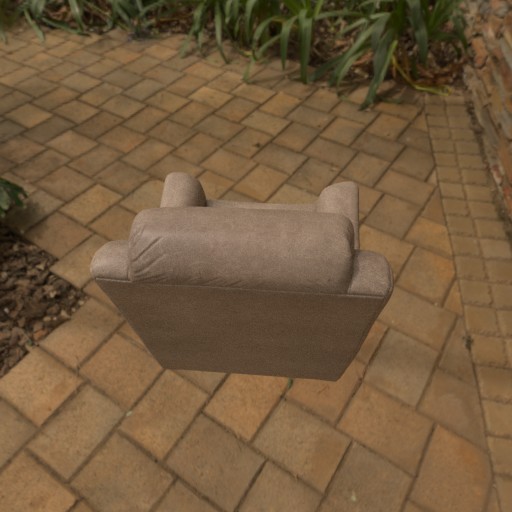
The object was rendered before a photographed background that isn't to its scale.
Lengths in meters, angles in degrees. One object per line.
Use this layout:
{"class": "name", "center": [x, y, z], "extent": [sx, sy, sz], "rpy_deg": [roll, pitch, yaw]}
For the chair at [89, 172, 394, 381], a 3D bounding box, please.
{"class": "chair", "center": [0.000, 0.000, 1.906], "extent": [0.967, 1.116, 1.068], "rpy_deg": [3, 46, 3]}
